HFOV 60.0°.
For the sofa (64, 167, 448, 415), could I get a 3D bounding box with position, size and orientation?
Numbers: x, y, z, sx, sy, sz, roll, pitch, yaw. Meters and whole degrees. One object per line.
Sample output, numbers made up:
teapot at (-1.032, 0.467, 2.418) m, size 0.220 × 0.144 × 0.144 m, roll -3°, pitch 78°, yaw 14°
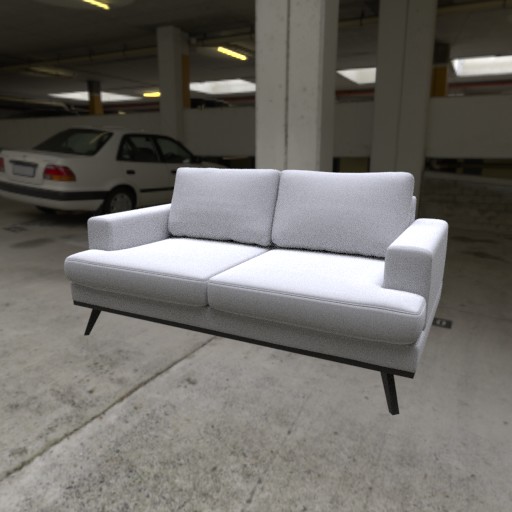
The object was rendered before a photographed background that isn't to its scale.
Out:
sofa at (0.000, 0.000, 2.165) m, size 1.650 × 0.810 × 0.920 m, roll 7°, pitch 15°, yaw 26°
